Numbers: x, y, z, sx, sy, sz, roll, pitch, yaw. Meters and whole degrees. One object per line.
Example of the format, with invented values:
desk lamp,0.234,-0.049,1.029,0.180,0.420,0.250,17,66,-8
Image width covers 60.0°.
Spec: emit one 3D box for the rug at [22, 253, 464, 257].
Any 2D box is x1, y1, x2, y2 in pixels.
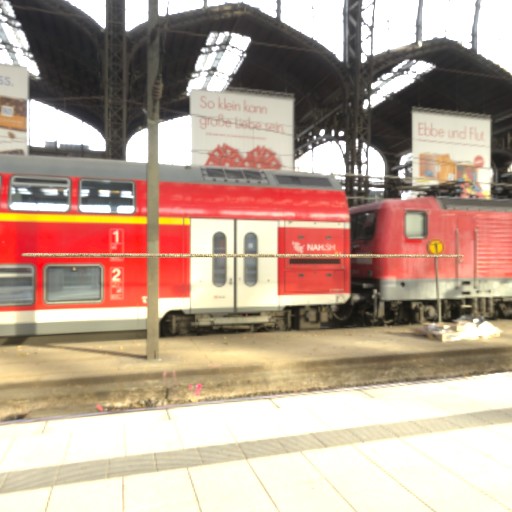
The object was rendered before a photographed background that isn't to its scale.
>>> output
rug,0.000,0.000,2.681,2.413,0.016,0.810,0,0,-19
